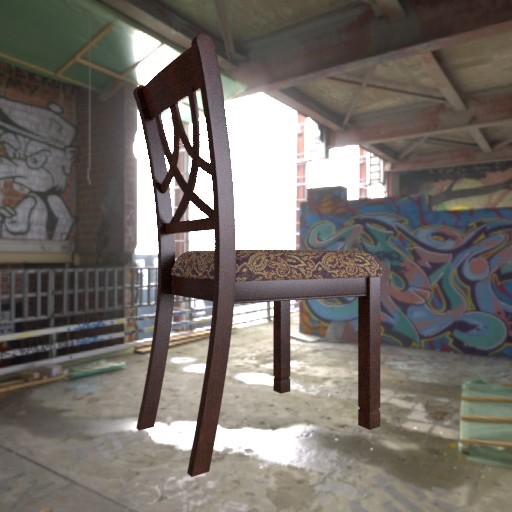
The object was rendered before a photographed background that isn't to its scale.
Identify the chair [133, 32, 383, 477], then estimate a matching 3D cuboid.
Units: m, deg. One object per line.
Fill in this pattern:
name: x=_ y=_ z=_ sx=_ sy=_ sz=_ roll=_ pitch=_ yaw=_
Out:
chair: x=0.000 y=0.000 z=1.274 sx=0.584 sy=0.965 sz=0.457 roll=0 pitch=0 yaw=-35
